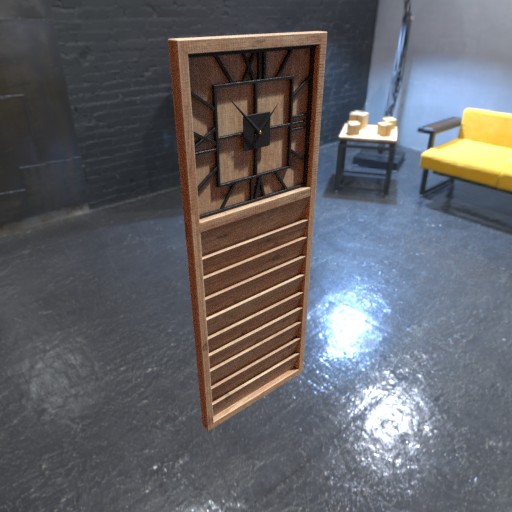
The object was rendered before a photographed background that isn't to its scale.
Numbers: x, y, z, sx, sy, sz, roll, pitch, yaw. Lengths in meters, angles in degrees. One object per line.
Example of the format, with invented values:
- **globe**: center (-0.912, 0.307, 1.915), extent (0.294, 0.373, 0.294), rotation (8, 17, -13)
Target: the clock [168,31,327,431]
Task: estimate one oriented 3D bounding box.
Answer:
- **clock**: center (0.000, 0.000, 1.079), extent (0.361, 0.965, 0.030), rotation (-22, 36, -33)
